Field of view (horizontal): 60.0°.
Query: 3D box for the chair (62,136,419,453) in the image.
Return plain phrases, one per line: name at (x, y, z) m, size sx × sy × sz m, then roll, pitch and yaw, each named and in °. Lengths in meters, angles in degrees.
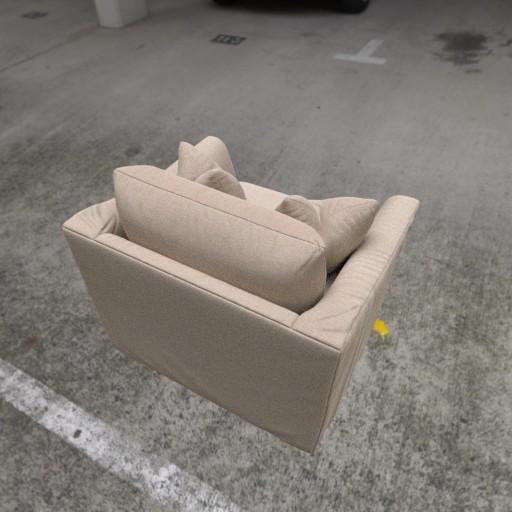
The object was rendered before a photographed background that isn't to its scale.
chair at (0.000, 0.000, 2.085) m, size 1.194 × 1.093 × 1.071 m, roll 22°, pitch 50°, yaw 20°
